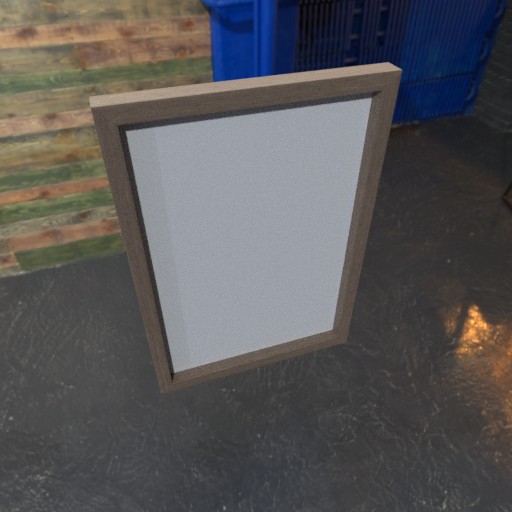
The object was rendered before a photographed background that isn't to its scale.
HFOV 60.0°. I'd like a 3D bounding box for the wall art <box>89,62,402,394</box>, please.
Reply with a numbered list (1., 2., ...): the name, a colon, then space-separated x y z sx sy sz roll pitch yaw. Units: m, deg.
1. wall art: 0.000 0.000 0.661 0.358 0.510 0.032 -12 42 -14
